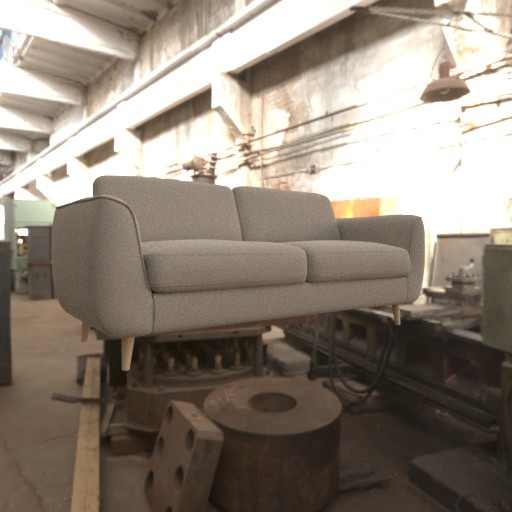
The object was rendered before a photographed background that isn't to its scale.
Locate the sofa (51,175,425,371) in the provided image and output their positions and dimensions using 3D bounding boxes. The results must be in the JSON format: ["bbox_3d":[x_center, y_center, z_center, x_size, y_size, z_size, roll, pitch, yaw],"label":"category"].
[{"bbox_3d":[0.000,0.000,2.468,2.000,0.850,0.920,-1,2,-35],"label":"sofa"}]
